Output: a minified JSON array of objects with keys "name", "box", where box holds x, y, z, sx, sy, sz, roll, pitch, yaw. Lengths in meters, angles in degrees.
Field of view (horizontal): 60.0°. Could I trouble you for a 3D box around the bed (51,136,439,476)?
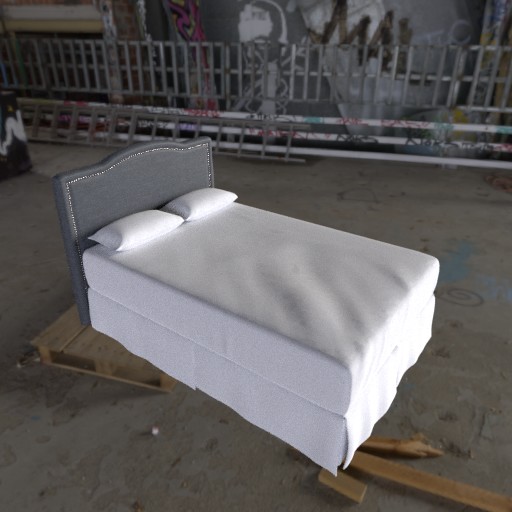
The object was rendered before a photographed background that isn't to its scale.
[{"name":"bed","box":[0.000,0.000,3.470,2.507,1.441,1.747,19,33,32]}]
